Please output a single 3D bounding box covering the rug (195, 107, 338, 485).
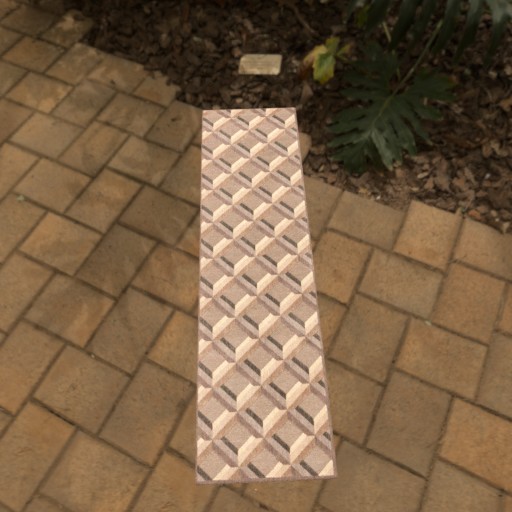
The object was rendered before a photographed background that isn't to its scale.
[{"bbox_3d":[0.000,0.000,2.679,0.685,0.013,2.437,-2,62,-1],"label":"rug"}]
